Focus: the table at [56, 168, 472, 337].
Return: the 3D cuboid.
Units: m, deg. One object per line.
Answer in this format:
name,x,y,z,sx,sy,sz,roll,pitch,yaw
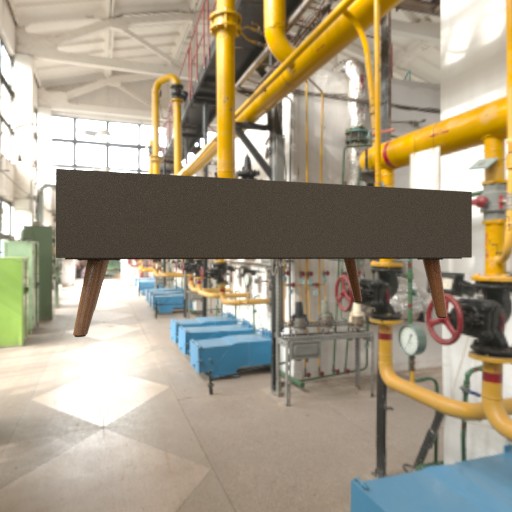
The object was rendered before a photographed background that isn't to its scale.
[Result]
table,0.000,0.000,1.543,1.201,0.404,0.703,0,0,-18
